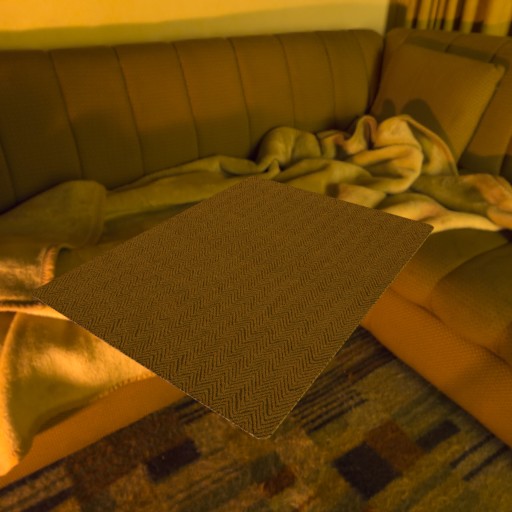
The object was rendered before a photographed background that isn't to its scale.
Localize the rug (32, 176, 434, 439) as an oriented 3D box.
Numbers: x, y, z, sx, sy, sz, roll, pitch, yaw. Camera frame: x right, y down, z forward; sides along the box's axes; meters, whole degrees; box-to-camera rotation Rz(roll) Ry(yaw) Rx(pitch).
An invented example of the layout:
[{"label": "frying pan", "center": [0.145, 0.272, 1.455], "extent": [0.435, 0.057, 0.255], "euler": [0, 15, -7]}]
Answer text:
[{"label": "rug", "center": [0.000, 0.000, 4.252], "extent": [2.439, 0.014, 3.207], "euler": [21, 38, 30]}]
